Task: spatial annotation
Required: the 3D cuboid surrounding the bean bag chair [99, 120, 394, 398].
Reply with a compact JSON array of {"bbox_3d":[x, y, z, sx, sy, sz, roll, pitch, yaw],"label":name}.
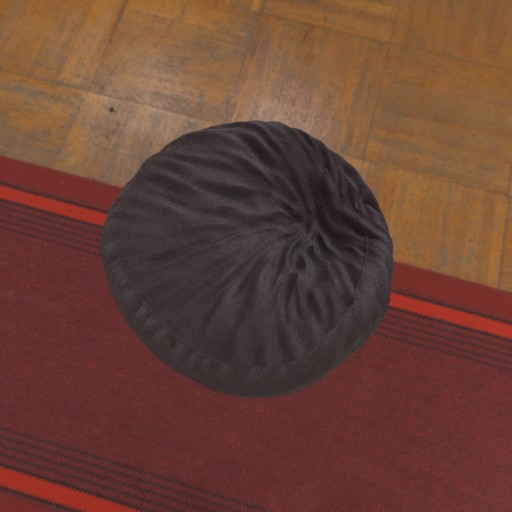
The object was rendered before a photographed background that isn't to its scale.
[{"bbox_3d":[0.000,0.000,2.073,1.245,0.821,1.245,0,74,0],"label":"bean bag chair"}]
